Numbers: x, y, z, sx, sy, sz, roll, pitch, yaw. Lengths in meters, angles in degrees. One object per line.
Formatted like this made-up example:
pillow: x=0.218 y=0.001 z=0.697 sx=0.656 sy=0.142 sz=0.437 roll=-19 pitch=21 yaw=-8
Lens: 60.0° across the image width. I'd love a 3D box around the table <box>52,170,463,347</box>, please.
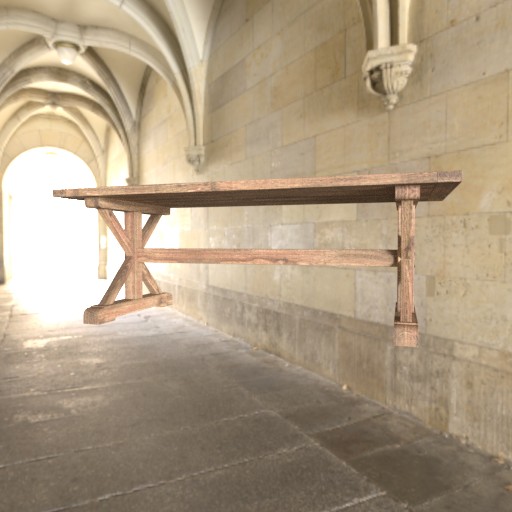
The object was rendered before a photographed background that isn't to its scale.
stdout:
table: x=0.000 y=0.000 z=2.525 sx=2.031 sy=0.733 sz=0.907 roll=1 pitch=2 yaw=18
